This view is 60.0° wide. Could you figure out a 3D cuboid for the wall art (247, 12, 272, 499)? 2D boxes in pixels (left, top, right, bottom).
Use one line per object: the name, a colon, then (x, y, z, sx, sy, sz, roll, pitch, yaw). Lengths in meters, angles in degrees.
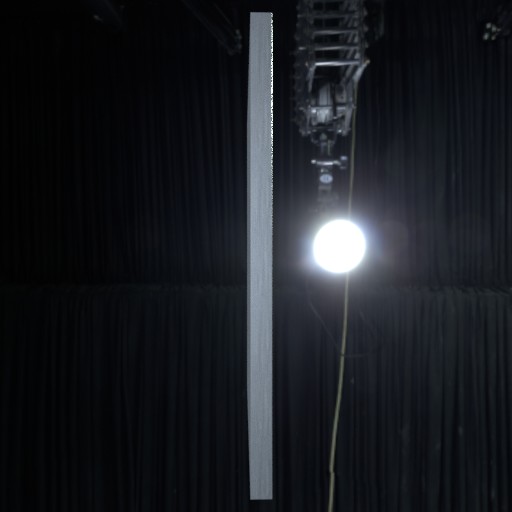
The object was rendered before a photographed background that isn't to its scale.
wall art: (0.000, 0.000, 0.740, 0.025, 0.569, 0.444, 0, 0, -2)
